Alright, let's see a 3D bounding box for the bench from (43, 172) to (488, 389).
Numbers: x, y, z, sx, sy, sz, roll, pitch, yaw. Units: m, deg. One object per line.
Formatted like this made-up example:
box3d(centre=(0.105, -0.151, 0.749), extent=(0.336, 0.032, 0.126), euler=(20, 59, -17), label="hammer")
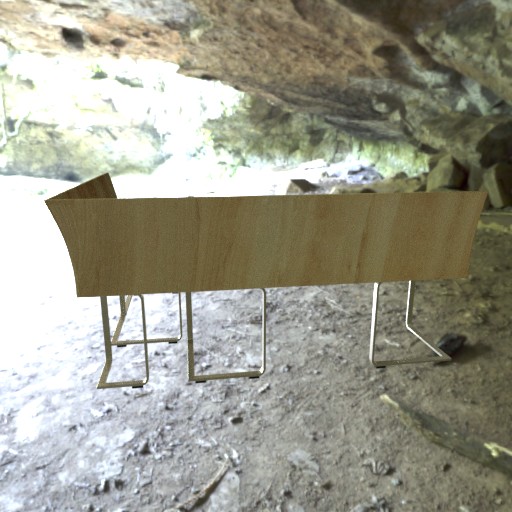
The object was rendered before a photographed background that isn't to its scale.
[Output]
box3d(centre=(0.000, 0.000, 2.737), extent=(1.945, 0.930, 1.495), euler=(-2, 15, -9), label="bench")
